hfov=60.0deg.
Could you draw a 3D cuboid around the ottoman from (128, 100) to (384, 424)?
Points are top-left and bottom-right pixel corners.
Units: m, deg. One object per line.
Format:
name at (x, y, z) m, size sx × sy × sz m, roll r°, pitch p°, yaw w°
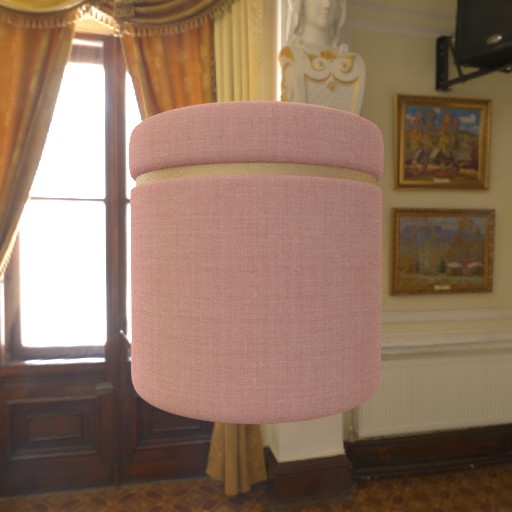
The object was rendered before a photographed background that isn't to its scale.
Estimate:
ottoman at (0.000, 0.000, 0.726) m, size 0.400 × 0.406 × 0.400 m, roll 0°, pitch 1°, yaw 0°
